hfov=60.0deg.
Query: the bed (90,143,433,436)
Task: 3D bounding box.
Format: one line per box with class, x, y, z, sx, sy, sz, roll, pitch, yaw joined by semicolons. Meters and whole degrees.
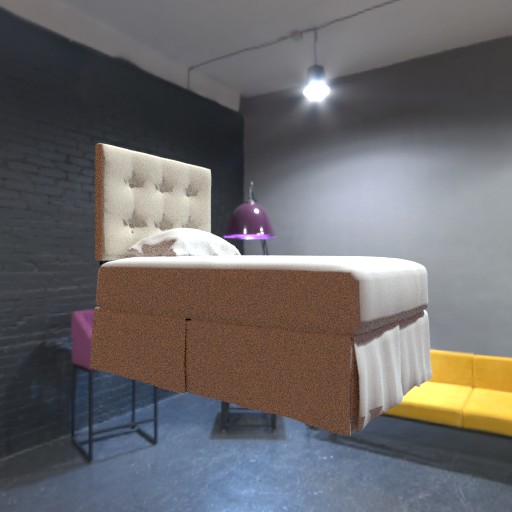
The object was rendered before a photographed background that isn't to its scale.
bed;0.000;0.000;2.964;1.997;1.571;1.261;0;0;36
